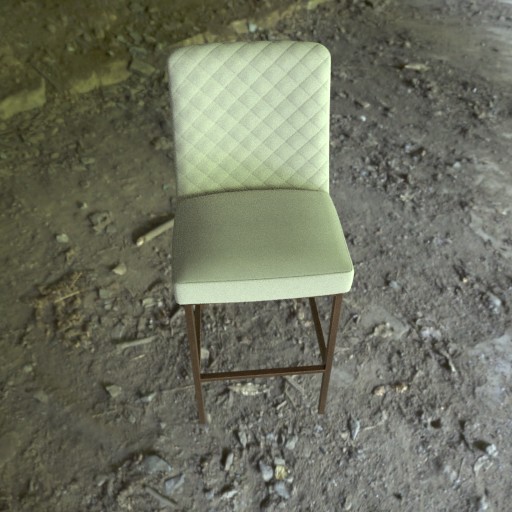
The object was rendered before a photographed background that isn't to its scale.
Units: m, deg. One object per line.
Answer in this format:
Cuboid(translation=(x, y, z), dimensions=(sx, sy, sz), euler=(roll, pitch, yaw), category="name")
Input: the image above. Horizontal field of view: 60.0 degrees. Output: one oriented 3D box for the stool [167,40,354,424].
Cuboid(translation=(0.000, 0.000, 1.361), dimensions=(0.462, 1.084, 0.546), euler=(-3, 45, -3), category="stool")
